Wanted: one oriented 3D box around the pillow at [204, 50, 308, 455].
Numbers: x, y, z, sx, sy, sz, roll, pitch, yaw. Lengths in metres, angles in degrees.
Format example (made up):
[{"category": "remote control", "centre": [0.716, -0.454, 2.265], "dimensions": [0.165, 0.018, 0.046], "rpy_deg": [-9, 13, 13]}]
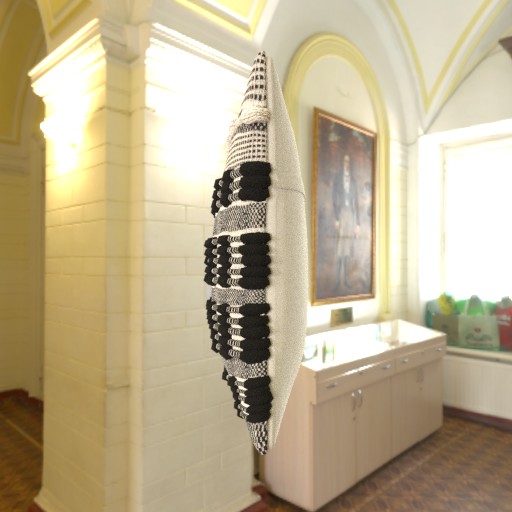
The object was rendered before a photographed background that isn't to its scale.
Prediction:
[{"category": "pillow", "centre": [0.000, 0.000, 0.687], "dimensions": [0.156, 0.438, 0.436], "rpy_deg": [0, -1, 0]}]
